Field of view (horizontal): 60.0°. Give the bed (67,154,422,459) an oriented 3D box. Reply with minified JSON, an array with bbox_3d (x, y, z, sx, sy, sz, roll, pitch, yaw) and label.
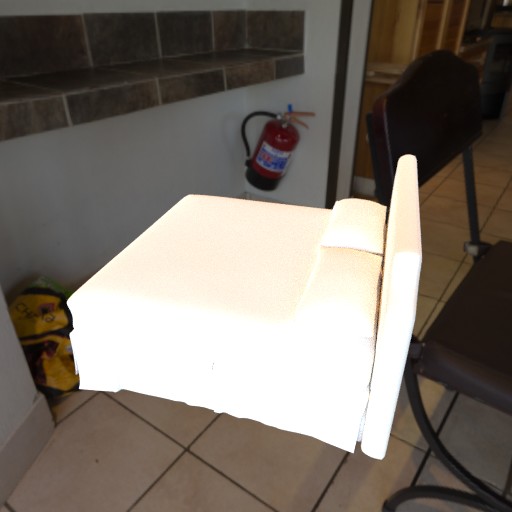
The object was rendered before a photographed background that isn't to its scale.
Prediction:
[{"bbox_3d":[0.000,0.000,3.446,2.204,1.301,2.160,8,31,14],"label":"bed"}]
